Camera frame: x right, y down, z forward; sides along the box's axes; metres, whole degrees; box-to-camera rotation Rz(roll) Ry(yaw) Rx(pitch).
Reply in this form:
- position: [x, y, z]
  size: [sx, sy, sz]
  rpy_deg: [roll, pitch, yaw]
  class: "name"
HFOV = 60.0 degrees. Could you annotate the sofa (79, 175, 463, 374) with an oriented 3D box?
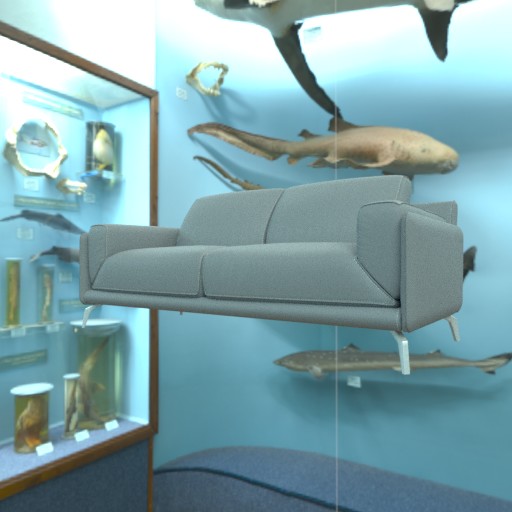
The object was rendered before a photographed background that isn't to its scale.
- position: [0.000, 0.000, 2.584]
  size: [2.100, 0.900, 0.969]
  rpy_deg: [-1, -1, 35]
  class: "sofa"
